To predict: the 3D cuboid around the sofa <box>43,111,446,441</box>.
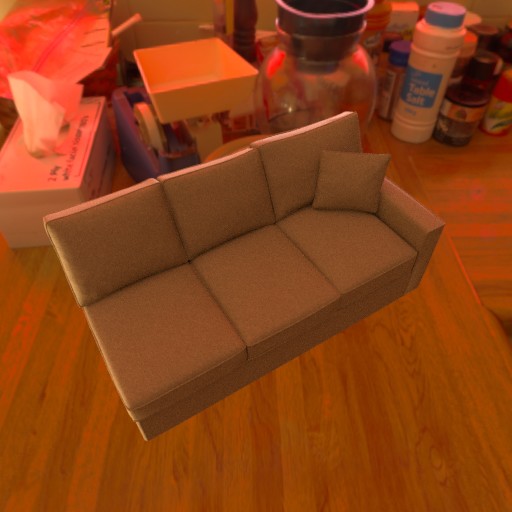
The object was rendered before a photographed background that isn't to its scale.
[{"bbox_3d":[0.000,0.000,2.577,1.963,0.946,1.034,-24,52,-21],"label":"sofa"}]
